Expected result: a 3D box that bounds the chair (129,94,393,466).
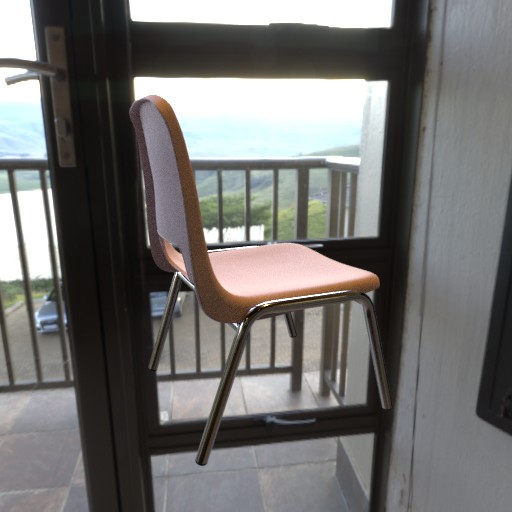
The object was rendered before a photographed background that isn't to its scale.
[{"bbox_3d":[0.000,0.000,0.805,0.385,0.536,0.354,-7,16,-25],"label":"chair"}]
